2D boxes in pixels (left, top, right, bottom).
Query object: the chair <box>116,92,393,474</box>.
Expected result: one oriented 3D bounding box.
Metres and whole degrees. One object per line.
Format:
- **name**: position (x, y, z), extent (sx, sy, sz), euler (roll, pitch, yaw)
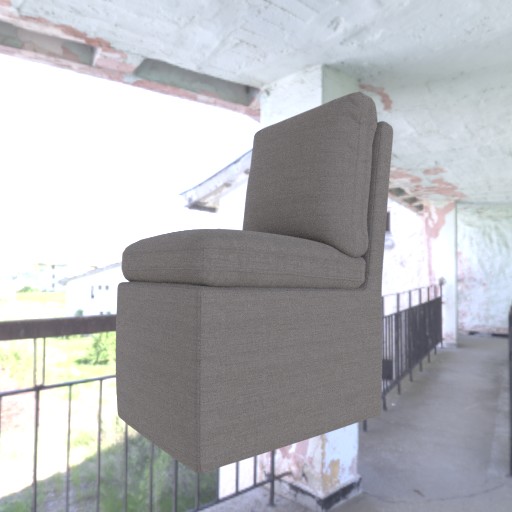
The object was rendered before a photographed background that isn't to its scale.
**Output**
- **chair**: position (0.000, 0.000, 1.300), extent (0.698, 0.927, 0.503), euler (1, -2, -38)
